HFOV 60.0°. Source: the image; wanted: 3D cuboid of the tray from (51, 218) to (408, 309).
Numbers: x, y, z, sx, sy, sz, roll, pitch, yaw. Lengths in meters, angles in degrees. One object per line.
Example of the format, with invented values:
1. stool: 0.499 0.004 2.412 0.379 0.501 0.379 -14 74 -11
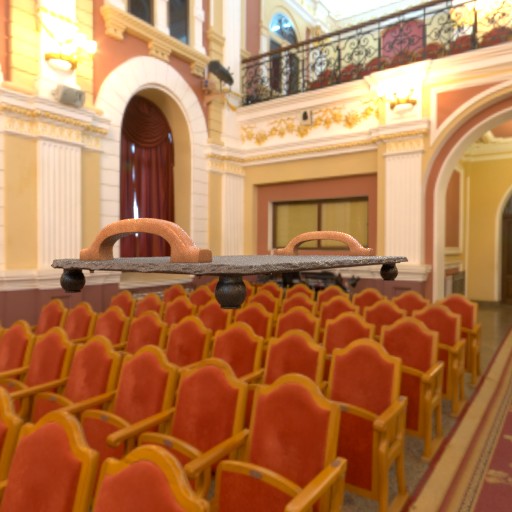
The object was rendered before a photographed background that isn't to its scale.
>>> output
1. tray: 0.000 0.000 0.467 0.231 0.062 0.387 1 1 35
